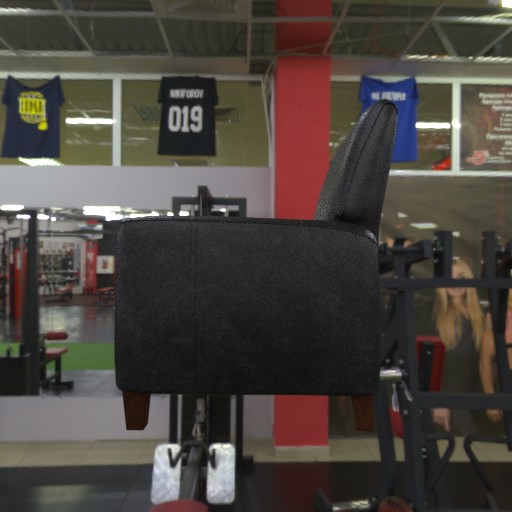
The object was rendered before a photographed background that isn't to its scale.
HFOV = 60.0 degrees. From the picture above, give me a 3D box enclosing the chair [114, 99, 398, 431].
[{"bbox_3d":[0.000,0.000,1.652,0.864,1.014,0.848,0,0,1],"label":"chair"}]
